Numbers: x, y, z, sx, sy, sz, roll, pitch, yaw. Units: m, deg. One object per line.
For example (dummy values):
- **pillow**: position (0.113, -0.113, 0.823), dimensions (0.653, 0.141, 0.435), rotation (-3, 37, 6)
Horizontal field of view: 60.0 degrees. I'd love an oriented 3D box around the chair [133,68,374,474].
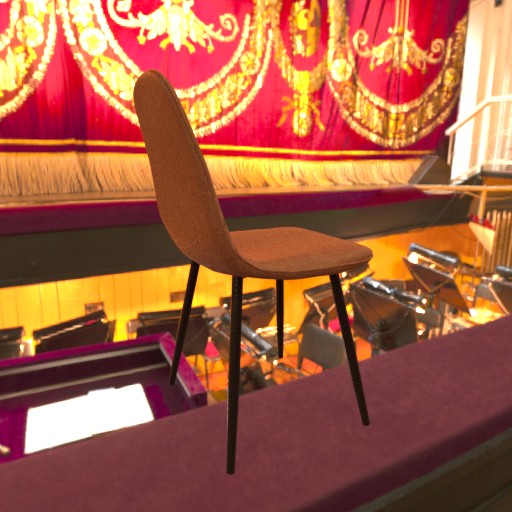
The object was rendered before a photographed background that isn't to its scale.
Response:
- **chair**: position (0.000, 0.000, 1.192), dimensions (0.561, 0.889, 0.472), rotation (-7, 15, -27)
